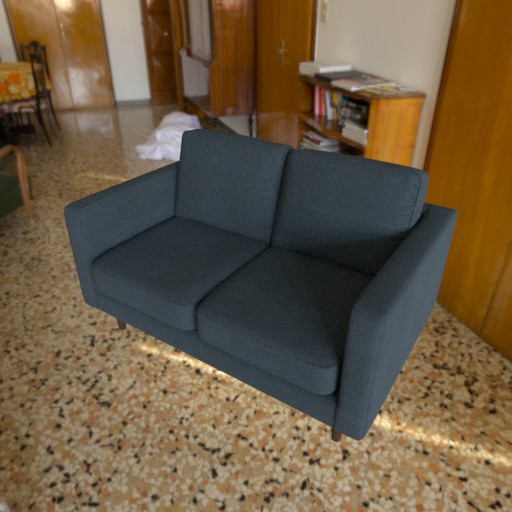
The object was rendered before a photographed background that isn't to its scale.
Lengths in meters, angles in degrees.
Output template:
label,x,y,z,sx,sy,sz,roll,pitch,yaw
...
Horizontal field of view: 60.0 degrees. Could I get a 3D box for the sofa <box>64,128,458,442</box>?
label,x,y,z,sx,sy,sz,roll,pitch,yaw
sofa,0.000,0.000,2.108,1.518,0.930,0.999,18,35,29
